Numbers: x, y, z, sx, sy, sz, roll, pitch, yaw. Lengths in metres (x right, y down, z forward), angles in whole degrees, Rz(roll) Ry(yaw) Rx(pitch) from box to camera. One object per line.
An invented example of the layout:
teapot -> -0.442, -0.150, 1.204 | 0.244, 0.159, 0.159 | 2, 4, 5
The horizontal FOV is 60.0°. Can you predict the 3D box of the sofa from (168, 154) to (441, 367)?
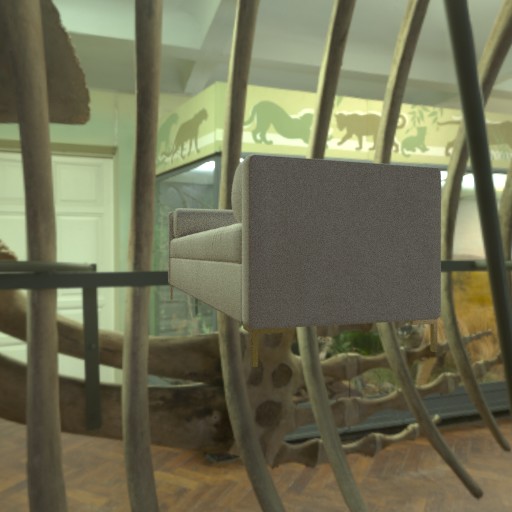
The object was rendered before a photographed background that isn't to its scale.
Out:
sofa -> 0.000, 0.000, 2.325 | 0.686, 0.635, 1.981 | 0, 0, -18
